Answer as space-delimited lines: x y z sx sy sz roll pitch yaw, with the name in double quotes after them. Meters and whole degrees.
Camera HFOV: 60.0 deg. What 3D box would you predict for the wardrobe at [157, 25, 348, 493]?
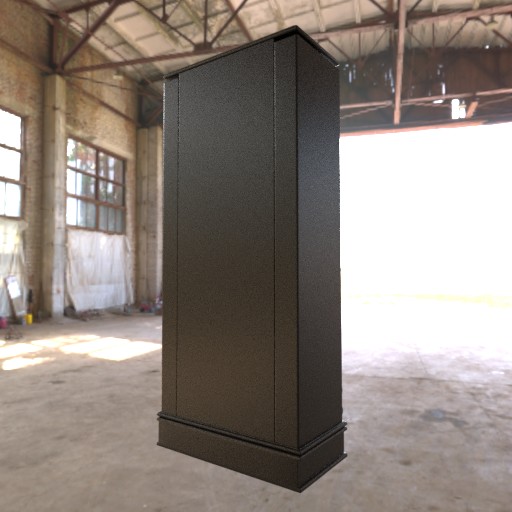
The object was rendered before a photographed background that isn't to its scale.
0.000 0.000 1.193 0.444 1.011 0.295 -2 -3 36 "wardrobe"
